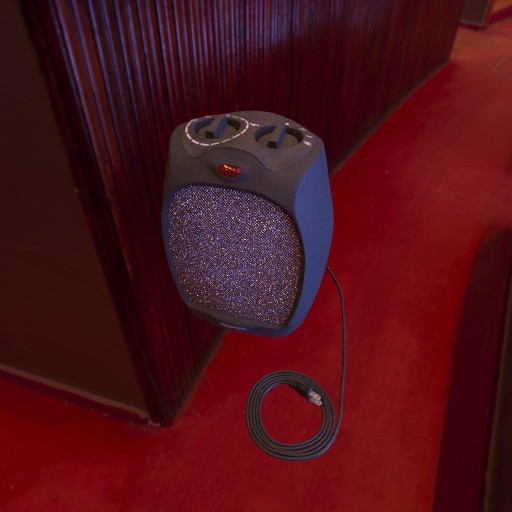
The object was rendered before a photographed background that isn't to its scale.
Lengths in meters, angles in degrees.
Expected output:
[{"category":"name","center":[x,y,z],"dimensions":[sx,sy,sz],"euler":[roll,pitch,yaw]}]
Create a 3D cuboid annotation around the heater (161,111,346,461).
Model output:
[{"category":"heater","center":[0.000,0.000,0.463],"dimensions":[0.239,0.240,0.291],"euler":[12,44,13]}]
